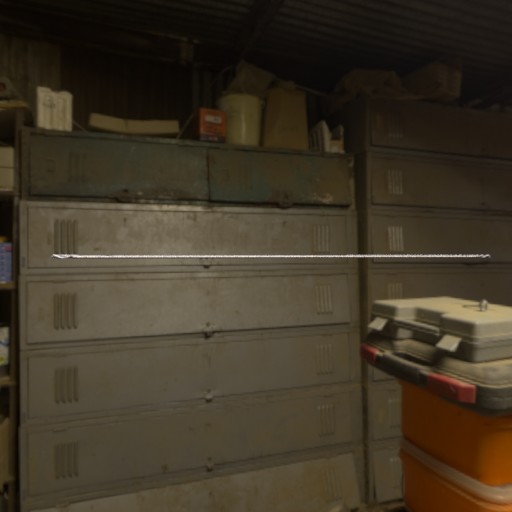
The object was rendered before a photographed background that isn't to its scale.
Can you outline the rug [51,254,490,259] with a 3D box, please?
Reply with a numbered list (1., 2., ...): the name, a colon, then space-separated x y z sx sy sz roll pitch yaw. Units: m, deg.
1. rug: 0.000 0.000 2.951 2.312 0.017 1.613 0 0 -19
